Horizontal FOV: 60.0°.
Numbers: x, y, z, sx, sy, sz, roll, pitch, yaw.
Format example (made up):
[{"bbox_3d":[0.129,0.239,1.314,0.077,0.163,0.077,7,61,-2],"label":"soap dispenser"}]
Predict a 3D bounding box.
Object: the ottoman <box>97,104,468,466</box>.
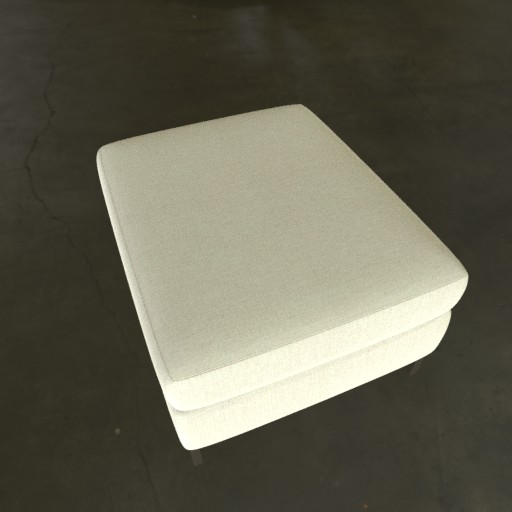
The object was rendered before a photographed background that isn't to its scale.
[{"bbox_3d":[0.000,0.000,1.178,0.657,0.453,0.794,-17,49,-15],"label":"ottoman"}]
